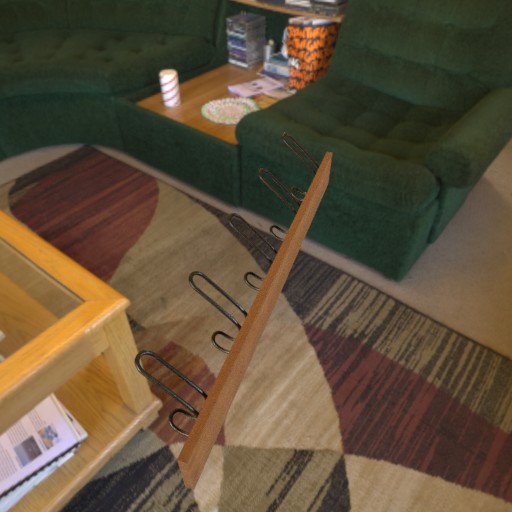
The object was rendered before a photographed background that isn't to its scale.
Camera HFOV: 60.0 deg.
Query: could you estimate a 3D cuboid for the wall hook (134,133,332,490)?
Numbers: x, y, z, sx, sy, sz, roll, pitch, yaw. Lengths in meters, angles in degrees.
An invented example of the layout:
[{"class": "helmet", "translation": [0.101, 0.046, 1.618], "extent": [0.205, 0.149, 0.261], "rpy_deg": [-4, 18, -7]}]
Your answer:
[{"class": "wall hook", "translation": [0.000, 0.000, 0.591], "extent": [0.076, 0.116, 0.554], "rpy_deg": [14, 46, 14]}]
